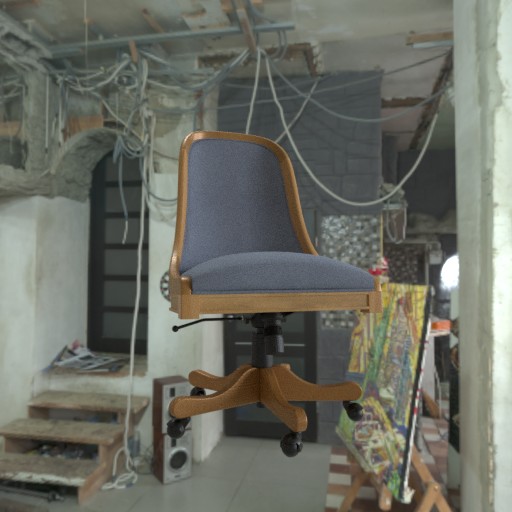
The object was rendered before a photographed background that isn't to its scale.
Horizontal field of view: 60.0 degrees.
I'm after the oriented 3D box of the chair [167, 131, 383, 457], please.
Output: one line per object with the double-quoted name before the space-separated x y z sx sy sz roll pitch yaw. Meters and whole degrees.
"chair" 0.000 0.000 1.459 0.605 1.031 0.735 1 -2 -18
